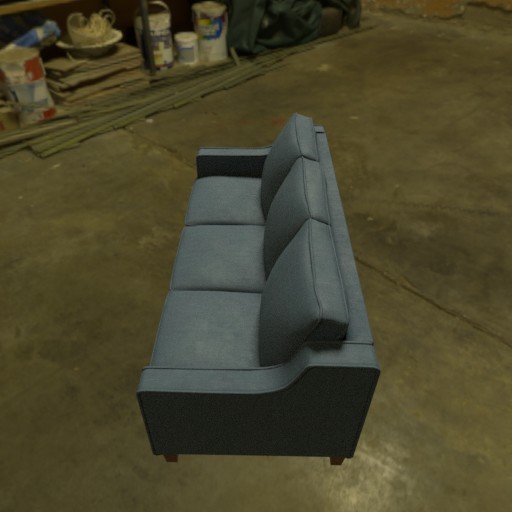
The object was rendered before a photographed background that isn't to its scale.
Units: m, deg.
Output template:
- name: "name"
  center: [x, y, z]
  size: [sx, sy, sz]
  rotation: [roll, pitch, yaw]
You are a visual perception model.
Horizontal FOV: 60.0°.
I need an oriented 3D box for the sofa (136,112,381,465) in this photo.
- name: "sofa"
  center: [0.000, 0.000, 2.513]
  size: [0.911, 0.974, 1.986]
  rotation: [1, 40, 1]
